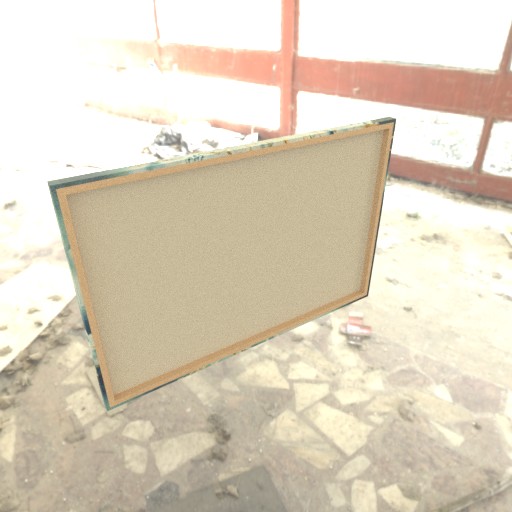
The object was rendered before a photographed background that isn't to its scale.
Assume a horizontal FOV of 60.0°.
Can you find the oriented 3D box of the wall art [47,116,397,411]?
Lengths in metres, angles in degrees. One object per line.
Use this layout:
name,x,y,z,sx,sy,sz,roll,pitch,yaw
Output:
wall art,0.000,0.000,1.481,1.138,0.759,0.035,-18,35,-28
